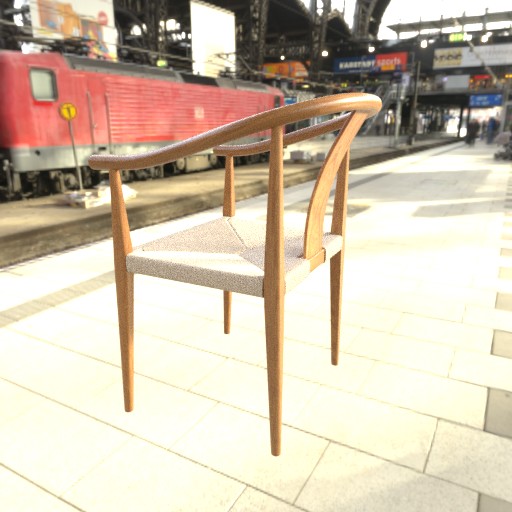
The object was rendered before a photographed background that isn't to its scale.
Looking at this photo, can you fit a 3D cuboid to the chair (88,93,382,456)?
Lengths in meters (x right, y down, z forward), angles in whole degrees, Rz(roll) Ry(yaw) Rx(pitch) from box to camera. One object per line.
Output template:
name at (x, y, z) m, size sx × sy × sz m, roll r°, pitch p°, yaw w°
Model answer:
chair at (0.000, 0.000, 1.186) m, size 0.579 × 0.800 × 0.556 m, roll 8°, pitch 19°, yaw 26°
